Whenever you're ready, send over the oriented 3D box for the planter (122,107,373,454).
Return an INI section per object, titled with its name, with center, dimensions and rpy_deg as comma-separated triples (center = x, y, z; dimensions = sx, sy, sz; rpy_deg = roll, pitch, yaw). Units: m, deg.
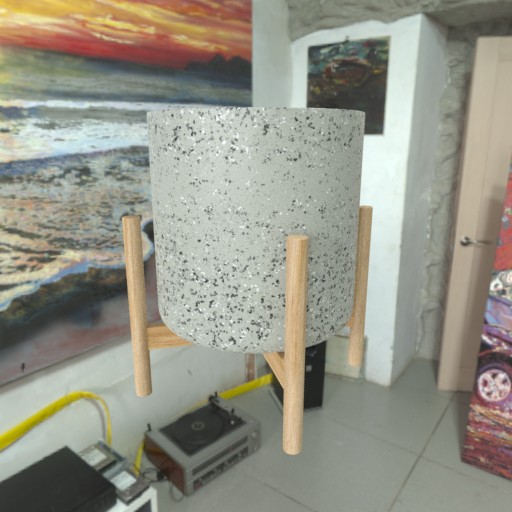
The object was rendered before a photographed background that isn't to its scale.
[planter]
center = 0.000, 0.000, 0.686
dimensions = 0.360, 0.419, 0.360
rpy_deg = 2, 15, 7
